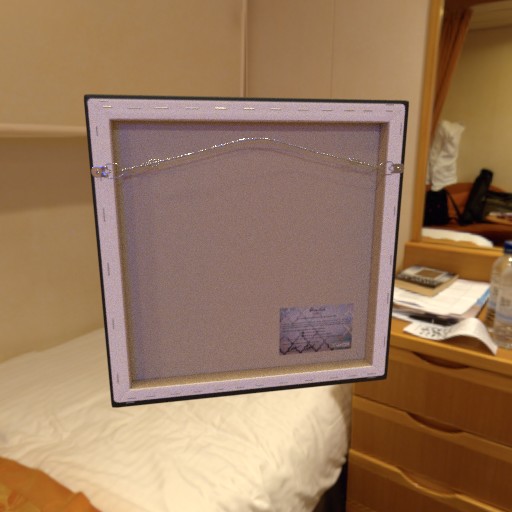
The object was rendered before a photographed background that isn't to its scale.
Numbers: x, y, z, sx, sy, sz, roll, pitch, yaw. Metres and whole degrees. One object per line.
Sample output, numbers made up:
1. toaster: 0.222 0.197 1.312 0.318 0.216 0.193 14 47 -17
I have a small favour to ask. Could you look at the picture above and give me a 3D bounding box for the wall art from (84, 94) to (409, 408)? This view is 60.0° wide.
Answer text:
1. wall art: 0.000 0.000 0.906 0.610 0.611 0.043 -3 14 -11
